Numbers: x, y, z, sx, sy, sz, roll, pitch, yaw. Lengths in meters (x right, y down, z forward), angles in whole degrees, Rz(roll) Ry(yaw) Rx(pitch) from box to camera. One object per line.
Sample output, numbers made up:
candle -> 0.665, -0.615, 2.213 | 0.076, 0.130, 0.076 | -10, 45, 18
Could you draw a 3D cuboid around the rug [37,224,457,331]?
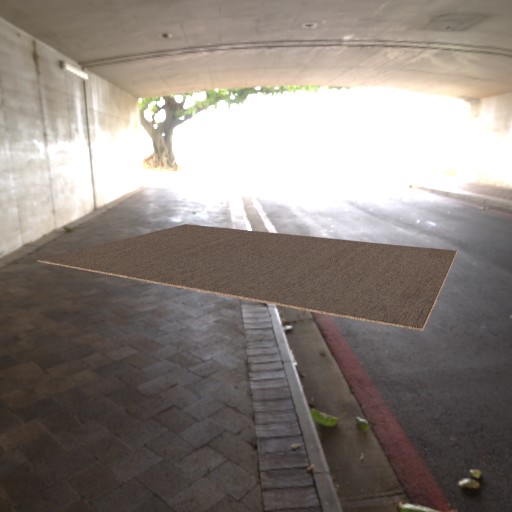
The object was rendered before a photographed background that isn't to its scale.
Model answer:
rug -> 0.000, 0.000, 2.325 | 1.840, 0.013, 1.225 | 7, 16, 28
